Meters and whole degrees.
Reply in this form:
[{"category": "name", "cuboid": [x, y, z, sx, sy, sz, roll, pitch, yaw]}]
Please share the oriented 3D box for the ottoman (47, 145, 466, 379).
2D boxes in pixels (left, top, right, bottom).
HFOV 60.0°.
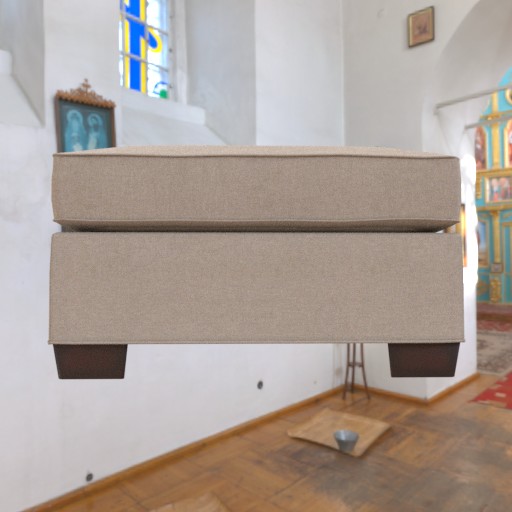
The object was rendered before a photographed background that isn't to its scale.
[{"category": "ottoman", "cuboid": [0.000, 0.000, 1.184, 0.846, 0.503, 0.617, 0, -1, -1]}]
